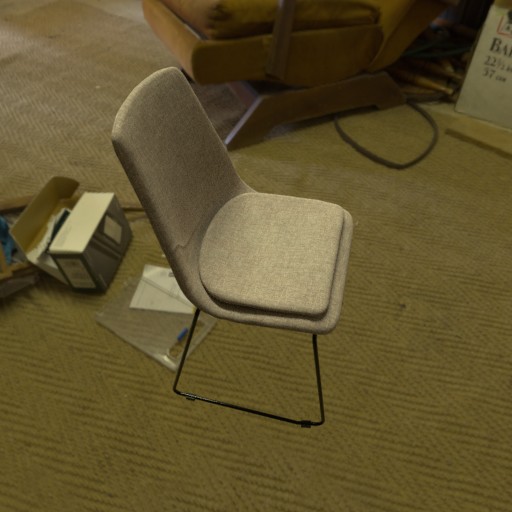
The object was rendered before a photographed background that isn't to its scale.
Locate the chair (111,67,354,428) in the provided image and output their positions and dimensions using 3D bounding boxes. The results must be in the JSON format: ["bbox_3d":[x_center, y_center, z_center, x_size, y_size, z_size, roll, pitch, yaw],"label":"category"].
[{"bbox_3d":[0.000,0.000,1.162,0.518,0.858,0.479,11,48,10],"label":"chair"}]
